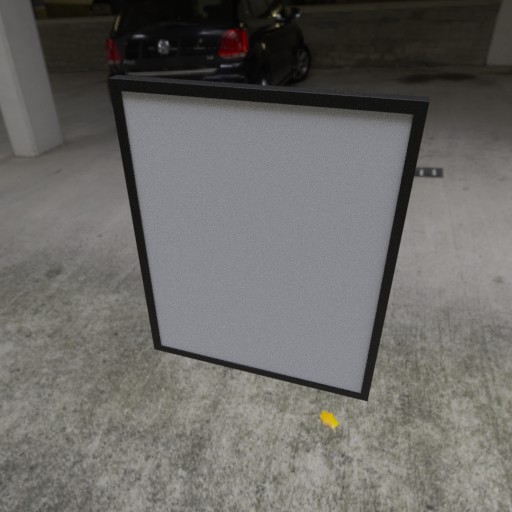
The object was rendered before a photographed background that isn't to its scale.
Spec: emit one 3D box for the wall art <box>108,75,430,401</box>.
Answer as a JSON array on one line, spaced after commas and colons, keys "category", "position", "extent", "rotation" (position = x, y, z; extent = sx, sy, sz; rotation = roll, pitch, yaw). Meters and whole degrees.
[{"category": "wall art", "position": [0.000, 0.000, 0.544], "extent": [0.325, 0.397, 0.018], "rotation": [10, 34, 15]}]
